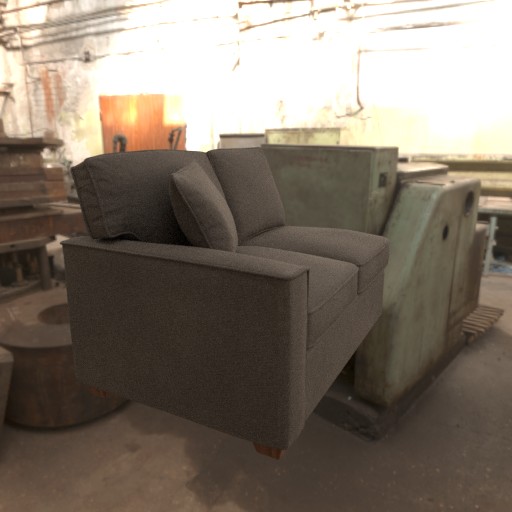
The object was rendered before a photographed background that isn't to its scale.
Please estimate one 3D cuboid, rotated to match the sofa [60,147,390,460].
[{"bbox_3d":[0.000,0.000,2.086,0.991,0.989,1.388,7,16,27],"label":"sofa"}]
